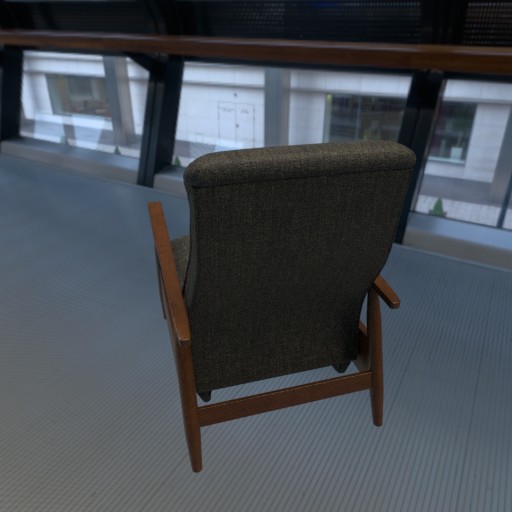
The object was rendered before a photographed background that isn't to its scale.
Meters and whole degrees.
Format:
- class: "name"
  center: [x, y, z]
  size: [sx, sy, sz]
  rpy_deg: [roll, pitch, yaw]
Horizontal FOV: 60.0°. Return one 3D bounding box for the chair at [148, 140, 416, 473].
- class: "chair"
  center: [0.000, 0.000, 1.775]
  size: [0.762, 1.082, 1.014]
  rpy_deg: [-8, 28, -14]
